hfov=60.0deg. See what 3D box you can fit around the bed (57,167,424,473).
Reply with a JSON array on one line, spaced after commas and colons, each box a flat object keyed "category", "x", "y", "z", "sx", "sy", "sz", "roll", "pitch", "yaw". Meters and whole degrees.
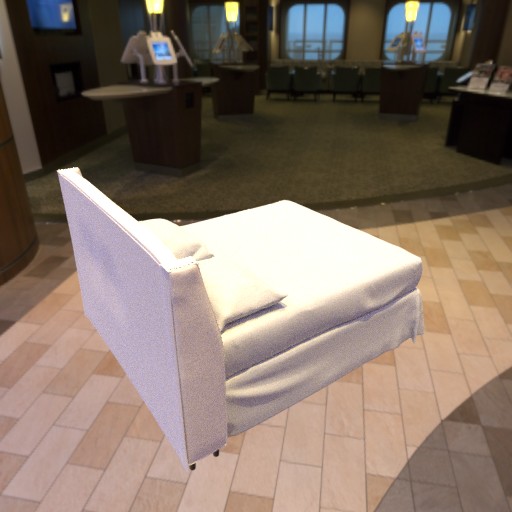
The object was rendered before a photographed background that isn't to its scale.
[{"category": "bed", "x": 0.000, "y": 0.000, "z": 3.430, "sx": 2.276, "sy": 1.332, "sz": 1.925, "roll": -18, "pitch": 32, "yaw": -31}]
